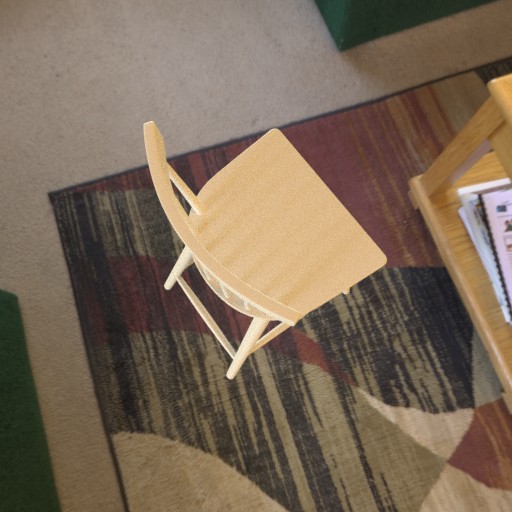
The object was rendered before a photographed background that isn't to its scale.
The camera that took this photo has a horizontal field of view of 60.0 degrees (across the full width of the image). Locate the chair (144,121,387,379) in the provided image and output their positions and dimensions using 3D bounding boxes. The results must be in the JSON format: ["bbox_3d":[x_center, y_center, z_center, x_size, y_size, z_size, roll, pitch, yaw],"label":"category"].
[{"bbox_3d":[0.000,0.000,1.269,0.572,0.952,0.483,-36,78,-9],"label":"chair"}]
